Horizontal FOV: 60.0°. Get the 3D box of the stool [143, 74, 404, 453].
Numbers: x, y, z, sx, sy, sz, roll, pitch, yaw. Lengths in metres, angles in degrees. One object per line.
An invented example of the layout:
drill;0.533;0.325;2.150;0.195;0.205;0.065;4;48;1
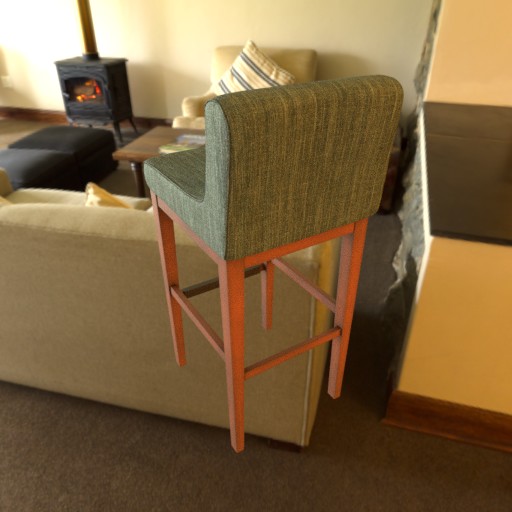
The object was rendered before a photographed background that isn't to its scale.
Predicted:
stool;0.000;0.000;1.224;0.426;0.965;0.499;-18;36;-27
